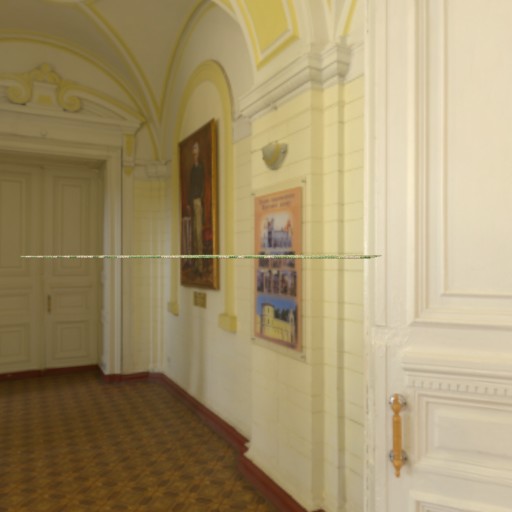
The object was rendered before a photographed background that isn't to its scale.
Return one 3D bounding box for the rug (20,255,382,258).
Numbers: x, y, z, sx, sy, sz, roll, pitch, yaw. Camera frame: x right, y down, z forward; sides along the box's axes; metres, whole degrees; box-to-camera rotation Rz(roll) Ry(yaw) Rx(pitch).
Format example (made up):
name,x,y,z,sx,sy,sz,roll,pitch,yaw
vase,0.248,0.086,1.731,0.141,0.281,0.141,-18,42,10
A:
name,x,y,z,sx,sy,sz,roll,pitch,yaw
rug,0.000,0.000,2.287,1.220,0.006,1.826,0,0,17
